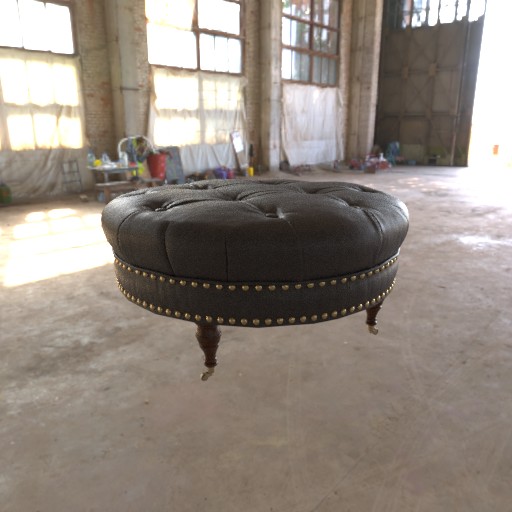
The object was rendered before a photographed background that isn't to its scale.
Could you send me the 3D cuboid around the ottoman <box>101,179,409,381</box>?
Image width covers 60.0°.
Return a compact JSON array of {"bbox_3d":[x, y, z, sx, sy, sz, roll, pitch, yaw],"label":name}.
[{"bbox_3d":[0.000,0.000,1.397,0.901,0.439,0.901,0,16,0],"label":"ottoman"}]
